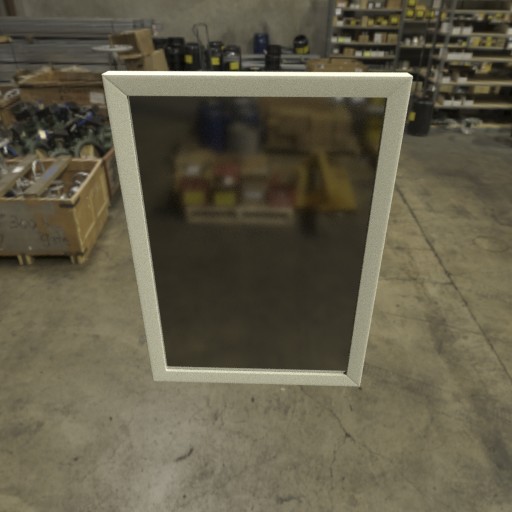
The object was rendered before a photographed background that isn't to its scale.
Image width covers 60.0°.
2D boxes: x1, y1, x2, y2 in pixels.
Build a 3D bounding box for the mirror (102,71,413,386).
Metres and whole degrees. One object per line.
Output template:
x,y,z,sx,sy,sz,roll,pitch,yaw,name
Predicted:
0.000,0.000,0.921,0.507,0.710,0.040,1,31,2,mirror
